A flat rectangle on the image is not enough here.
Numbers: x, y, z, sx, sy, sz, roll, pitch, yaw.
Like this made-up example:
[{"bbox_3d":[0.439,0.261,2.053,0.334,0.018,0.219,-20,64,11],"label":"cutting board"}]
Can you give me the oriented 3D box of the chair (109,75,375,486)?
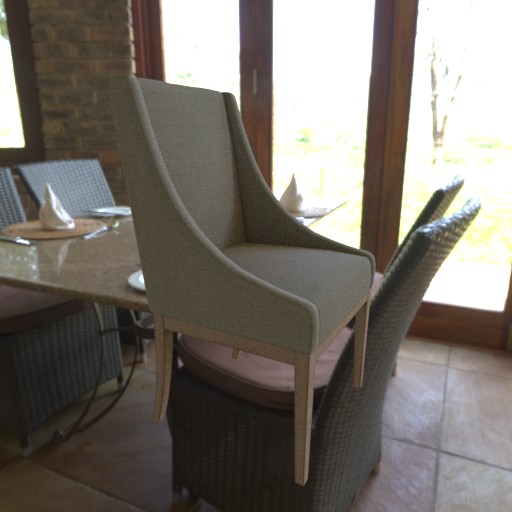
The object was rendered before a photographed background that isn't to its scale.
[{"bbox_3d":[0.000,0.000,1.370,0.611,1.021,0.575,8,17,27],"label":"chair"}]
